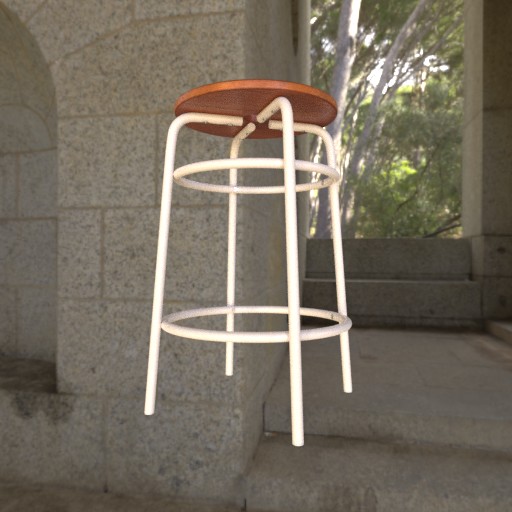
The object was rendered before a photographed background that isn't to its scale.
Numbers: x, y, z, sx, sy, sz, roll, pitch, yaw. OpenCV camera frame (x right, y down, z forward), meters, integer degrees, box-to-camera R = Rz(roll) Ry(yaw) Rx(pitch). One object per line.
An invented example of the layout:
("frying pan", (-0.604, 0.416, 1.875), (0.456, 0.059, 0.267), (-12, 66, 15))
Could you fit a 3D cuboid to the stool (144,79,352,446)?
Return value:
("stool", (0.000, 0.000, 0.928), (0.455, 0.610, 0.455), (0, 0, -18))
